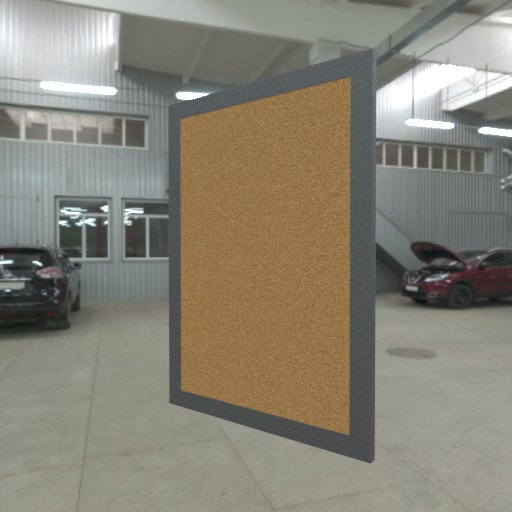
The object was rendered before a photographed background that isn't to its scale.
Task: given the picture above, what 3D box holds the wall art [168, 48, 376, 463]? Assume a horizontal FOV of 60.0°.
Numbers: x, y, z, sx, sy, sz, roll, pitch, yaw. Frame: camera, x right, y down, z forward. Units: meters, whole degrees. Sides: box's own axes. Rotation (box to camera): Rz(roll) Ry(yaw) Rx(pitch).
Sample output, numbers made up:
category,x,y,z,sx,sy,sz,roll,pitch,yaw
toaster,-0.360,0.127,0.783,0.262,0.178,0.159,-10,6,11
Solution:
category,x,y,z,sx,sy,sz,roll,pitch,yaw
wall art,0.000,0.000,0.687,0.380,0.534,0.013,1,1,37
